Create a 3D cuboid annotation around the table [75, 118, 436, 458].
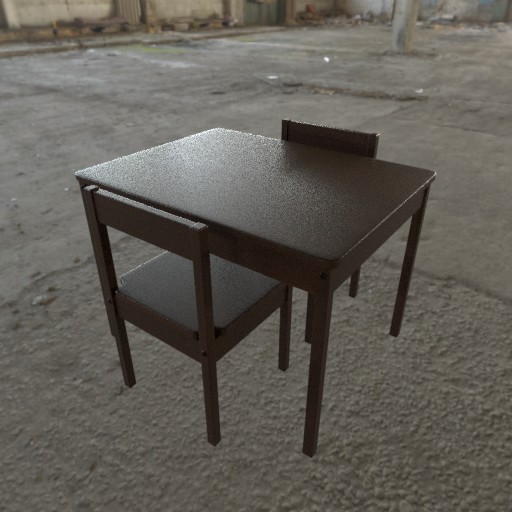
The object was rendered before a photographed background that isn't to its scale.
[{"bbox_3d":[0.000,0.000,1.092,0.650,0.503,0.672,20,36,31],"label":"table"}]
